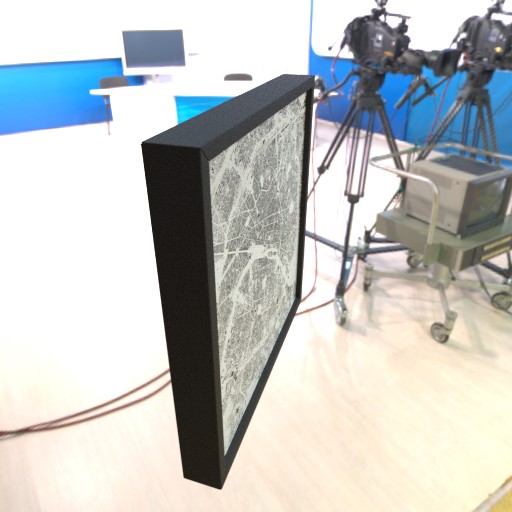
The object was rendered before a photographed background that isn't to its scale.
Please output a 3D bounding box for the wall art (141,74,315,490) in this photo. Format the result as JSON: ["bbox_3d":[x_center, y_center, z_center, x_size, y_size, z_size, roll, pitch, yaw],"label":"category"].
[{"bbox_3d":[0.000,0.000,0.446,0.037,0.305,0.305,9,31,16],"label":"wall art"}]
